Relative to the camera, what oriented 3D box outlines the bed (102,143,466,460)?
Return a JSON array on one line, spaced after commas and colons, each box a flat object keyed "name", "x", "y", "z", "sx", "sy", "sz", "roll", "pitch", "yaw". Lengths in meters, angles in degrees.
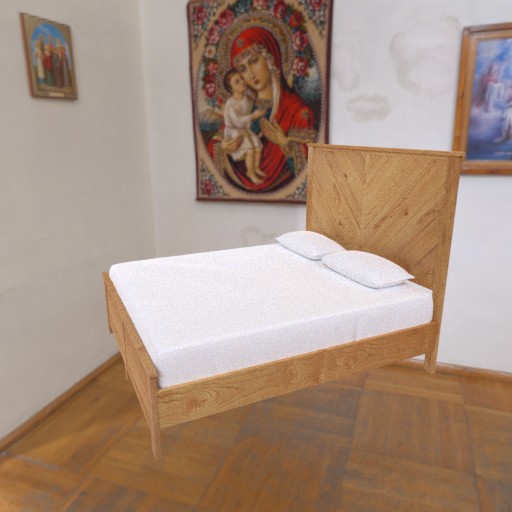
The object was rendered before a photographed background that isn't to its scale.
[{"name": "bed", "x": 0.000, "y": 0.000, "z": 4.137, "sx": 2.530, "sy": 1.938, "sz": 2.225, "roll": -8, "pitch": 18, "yaw": -24}]
